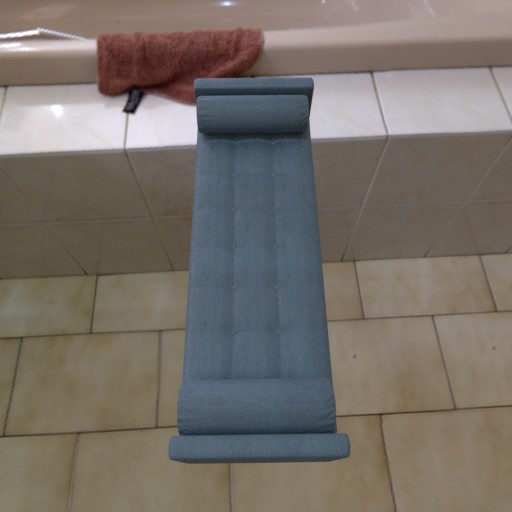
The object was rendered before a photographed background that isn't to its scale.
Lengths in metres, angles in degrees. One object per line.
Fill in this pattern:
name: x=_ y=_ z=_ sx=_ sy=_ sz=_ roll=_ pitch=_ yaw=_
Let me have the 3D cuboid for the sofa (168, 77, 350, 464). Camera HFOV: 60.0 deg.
sofa: x=0.000 y=0.000 z=2.351 sx=0.686 sy=0.635 sz=1.981 roll=-1 pitch=63 yaw=0
